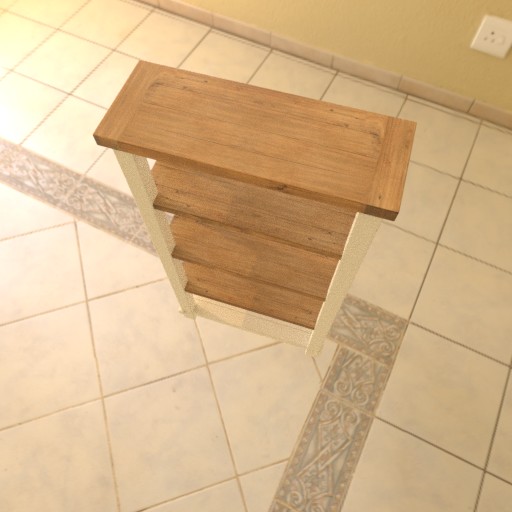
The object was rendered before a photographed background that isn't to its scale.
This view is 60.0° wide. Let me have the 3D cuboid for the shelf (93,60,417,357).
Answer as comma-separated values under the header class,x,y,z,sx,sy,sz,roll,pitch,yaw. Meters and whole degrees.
class,x,y,z,sx,sy,sz,roll,pitch,yaw
shelf,0.000,0.000,2.319,1.022,1.878,0.381,16,64,8
